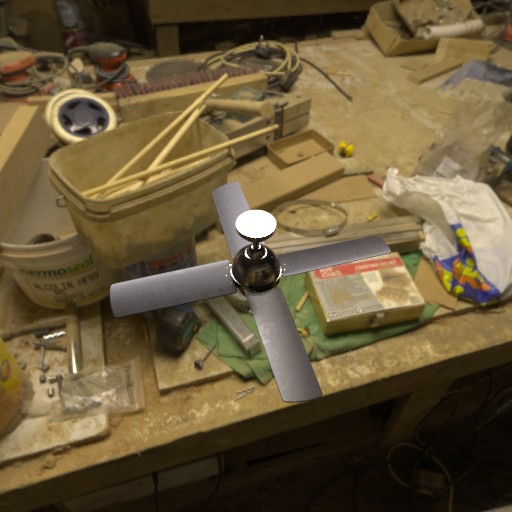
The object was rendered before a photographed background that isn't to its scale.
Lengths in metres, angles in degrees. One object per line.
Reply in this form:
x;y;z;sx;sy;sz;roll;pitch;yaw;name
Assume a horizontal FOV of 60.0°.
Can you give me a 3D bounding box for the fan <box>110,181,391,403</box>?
0.000;0.000;2.002;1.332;0.403;1.332;-12;48;-11;fan
